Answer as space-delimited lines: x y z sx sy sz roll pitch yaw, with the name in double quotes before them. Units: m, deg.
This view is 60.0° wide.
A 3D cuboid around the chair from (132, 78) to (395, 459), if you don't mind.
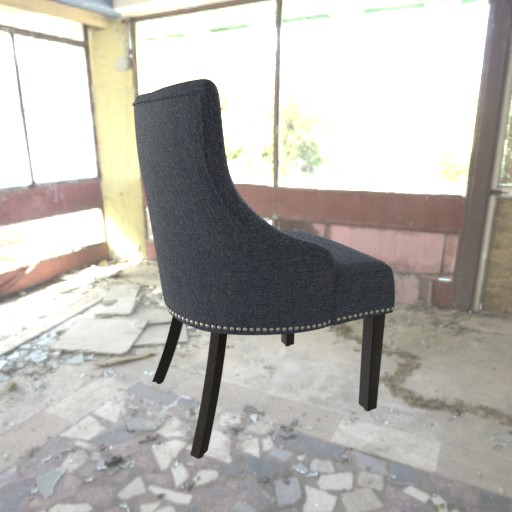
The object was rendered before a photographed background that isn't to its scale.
"chair" 0.000 0.000 1.308 0.629 0.909 0.566 -8 17 -26
